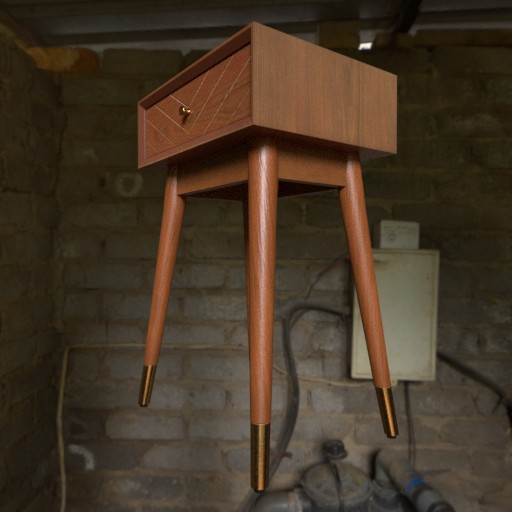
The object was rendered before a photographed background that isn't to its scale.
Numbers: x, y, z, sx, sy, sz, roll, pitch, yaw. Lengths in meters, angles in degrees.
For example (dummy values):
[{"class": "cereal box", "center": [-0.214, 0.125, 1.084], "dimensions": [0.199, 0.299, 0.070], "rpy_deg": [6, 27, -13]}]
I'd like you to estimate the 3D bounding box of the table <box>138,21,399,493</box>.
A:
[{"class": "table", "center": [0.000, 0.000, 0.803], "dimensions": [0.300, 0.599, 0.406], "rpy_deg": [-1, 1, -36]}]
